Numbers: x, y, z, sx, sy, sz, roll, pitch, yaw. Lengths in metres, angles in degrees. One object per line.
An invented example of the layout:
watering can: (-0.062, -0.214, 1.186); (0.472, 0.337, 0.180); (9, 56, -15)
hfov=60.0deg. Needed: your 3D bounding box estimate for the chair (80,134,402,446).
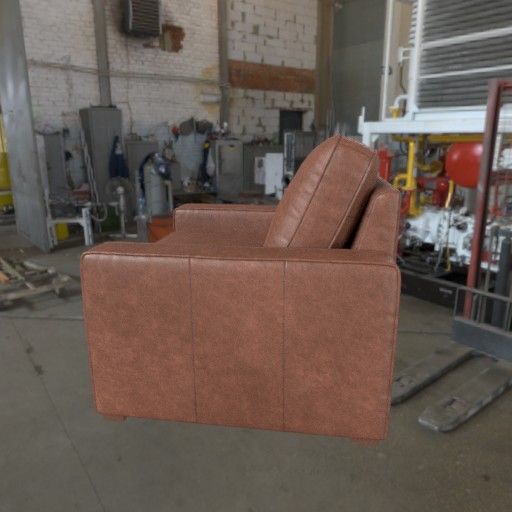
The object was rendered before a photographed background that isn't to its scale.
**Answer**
chair: (0.000, 0.000, 1.731); (0.940, 0.919, 1.017); (2, 15, 8)
